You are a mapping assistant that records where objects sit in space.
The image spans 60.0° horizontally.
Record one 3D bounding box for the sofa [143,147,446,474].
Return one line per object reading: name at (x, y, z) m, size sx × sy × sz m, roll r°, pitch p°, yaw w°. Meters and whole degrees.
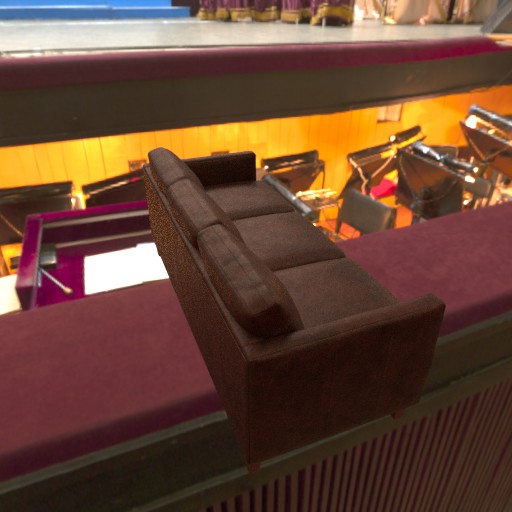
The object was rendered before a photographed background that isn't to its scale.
sofa at (0.000, 0.000, 2.996) m, size 1.045 × 1.006 × 2.464 m, roll -12°, pitch 33°, yaw -19°
